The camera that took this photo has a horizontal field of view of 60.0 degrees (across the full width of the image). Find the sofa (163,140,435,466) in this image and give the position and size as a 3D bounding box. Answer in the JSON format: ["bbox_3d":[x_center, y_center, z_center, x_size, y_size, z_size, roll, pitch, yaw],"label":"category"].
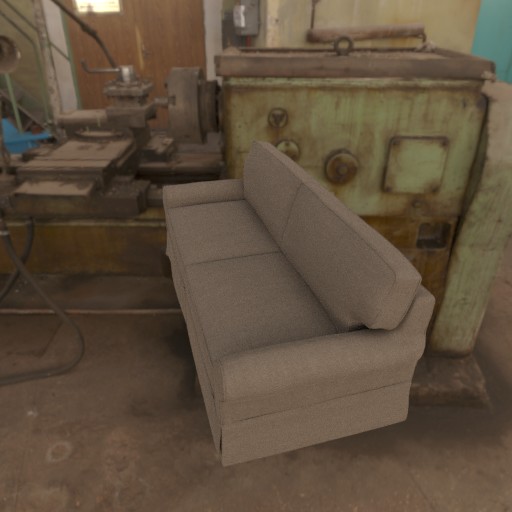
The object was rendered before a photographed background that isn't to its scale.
[{"bbox_3d":[0.000,0.000,2.788,0.991,0.943,2.248,-8,31,-14],"label":"sofa"}]
